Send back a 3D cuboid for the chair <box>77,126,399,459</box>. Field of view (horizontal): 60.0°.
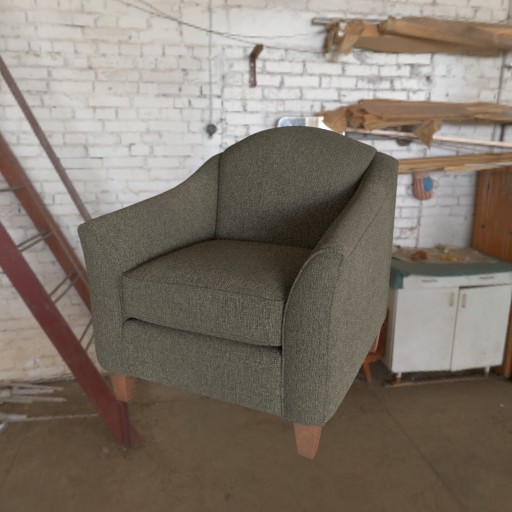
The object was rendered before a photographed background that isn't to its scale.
[{"bbox_3d":[0.000,0.000,1.444,0.763,0.839,0.787,7,15,24],"label":"chair"}]
